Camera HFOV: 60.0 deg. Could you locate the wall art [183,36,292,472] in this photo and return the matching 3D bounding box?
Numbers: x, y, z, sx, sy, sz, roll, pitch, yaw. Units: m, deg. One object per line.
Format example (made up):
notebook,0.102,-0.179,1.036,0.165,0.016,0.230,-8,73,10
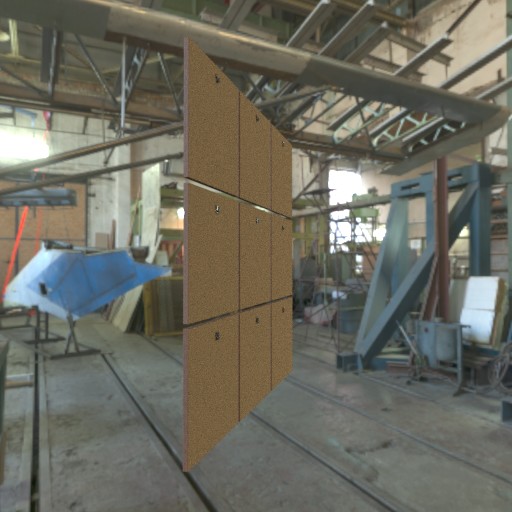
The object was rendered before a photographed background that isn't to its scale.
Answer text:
wall art,0.000,0.000,1.819,0.024,1.218,1.221,0,-1,18
